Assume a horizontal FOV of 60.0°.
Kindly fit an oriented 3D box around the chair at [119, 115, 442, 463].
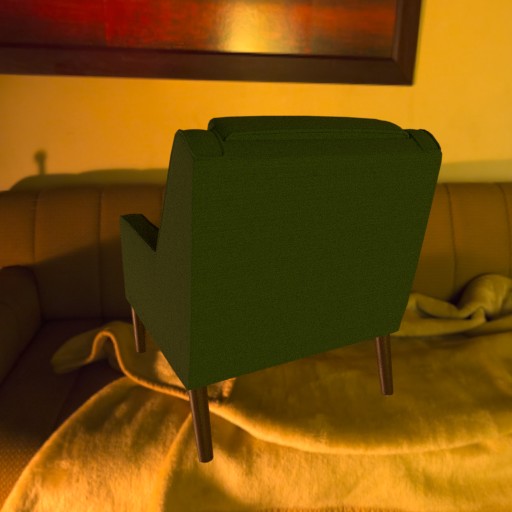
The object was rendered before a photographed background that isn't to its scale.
[{"bbox_3d":[0.000,0.000,1.331,0.663,0.792,0.743,-8,18,-27],"label":"chair"}]
